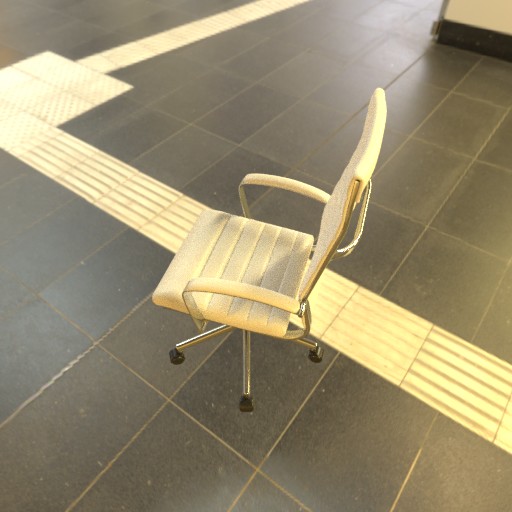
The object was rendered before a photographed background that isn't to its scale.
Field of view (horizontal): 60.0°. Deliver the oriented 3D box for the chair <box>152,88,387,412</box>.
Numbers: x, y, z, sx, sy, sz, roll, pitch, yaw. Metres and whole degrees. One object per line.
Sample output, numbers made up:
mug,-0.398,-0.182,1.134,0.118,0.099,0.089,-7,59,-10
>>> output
chair,0.000,0.000,1.589,0.679,1.149,0.679,13,49,12
